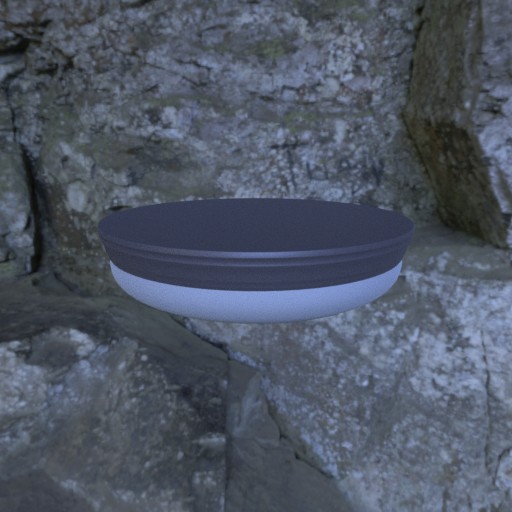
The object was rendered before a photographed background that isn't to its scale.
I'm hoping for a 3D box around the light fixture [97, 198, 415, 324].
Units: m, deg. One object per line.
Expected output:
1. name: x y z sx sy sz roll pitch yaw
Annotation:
1. light fixture: 0.000 0.000 0.554 0.368 0.100 0.368 0 14 0
